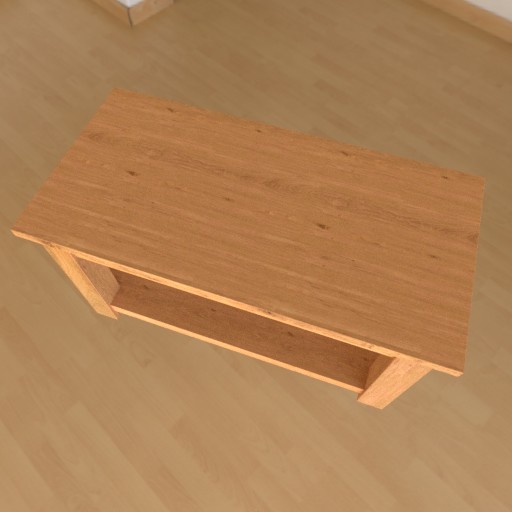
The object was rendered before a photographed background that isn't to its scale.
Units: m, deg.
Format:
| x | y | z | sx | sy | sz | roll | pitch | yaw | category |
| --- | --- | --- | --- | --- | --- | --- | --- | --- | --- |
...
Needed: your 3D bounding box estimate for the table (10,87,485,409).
| x | y | z | sx | sy | sz | roll | pitch | yaw | category |
| --- | --- | --- | --- | --- | --- | --- | --- | --- | --- |
| 0.000 | 0.000 | 1.126 | 0.899 | 0.452 | 0.450 | 17 | 62 | 9 | table |
